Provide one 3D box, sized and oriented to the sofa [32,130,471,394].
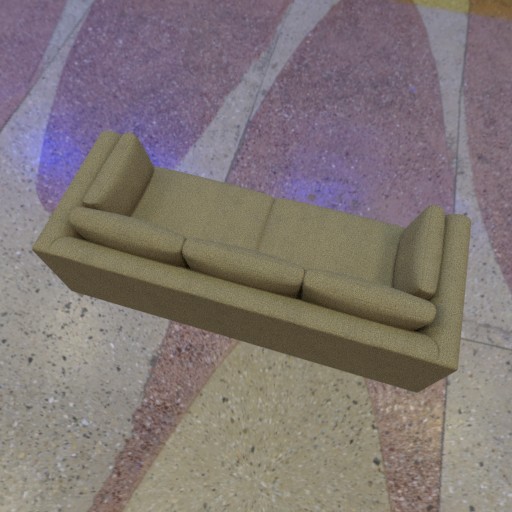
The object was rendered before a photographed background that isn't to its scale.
[{"bbox_3d":[0.000,0.000,2.873,2.415,0.867,0.969,15,64,8],"label":"sofa"}]
